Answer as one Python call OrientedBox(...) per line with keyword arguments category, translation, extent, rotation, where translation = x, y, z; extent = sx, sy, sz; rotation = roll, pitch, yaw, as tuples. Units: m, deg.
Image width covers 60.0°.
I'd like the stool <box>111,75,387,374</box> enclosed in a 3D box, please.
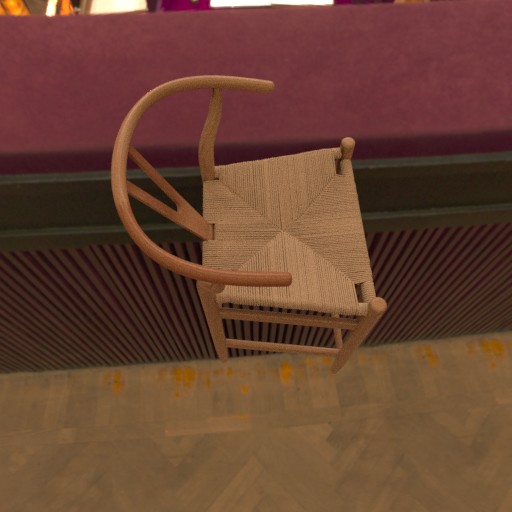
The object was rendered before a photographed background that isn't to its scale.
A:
OrientedBox(category="stool", translation=(0.000, 0.000, 1.291), extent=(0.575, 0.923, 0.536), rotation=(-2, 63, -1))
